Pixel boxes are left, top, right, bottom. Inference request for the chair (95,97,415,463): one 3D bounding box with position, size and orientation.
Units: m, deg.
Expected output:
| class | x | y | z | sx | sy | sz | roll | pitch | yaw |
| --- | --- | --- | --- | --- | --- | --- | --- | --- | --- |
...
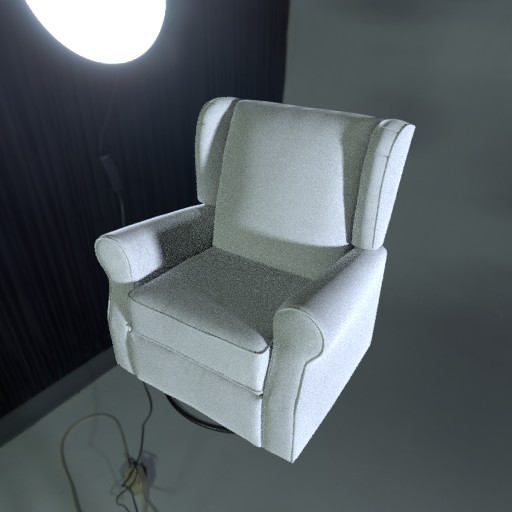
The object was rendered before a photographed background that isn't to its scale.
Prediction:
| class | x | y | z | sx | sy | sz | roll | pitch | yaw |
| --- | --- | --- | --- | --- | --- | --- | --- | --- | --- |
| chair | 0.000 | 0.000 | 1.647 | 0.906 | 0.967 | 0.854 | 18 | 35 | 28 |
